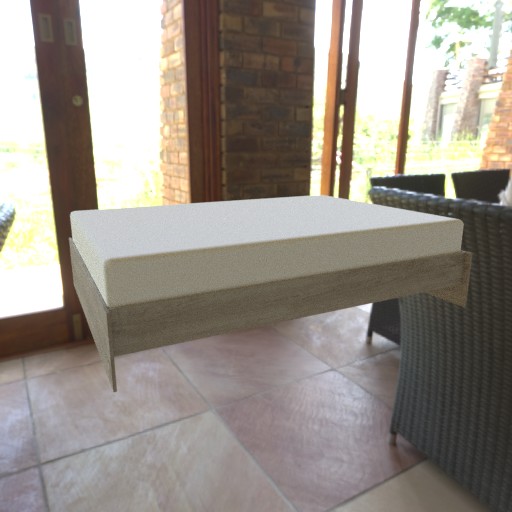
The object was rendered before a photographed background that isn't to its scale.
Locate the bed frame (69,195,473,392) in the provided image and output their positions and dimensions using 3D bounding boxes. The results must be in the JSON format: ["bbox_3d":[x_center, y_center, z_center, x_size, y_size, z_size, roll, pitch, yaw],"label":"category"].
[{"bbox_3d":[0.000,0.000,2.655,1.945,0.497,1.445,-7,16,-26],"label":"bed frame"}]
